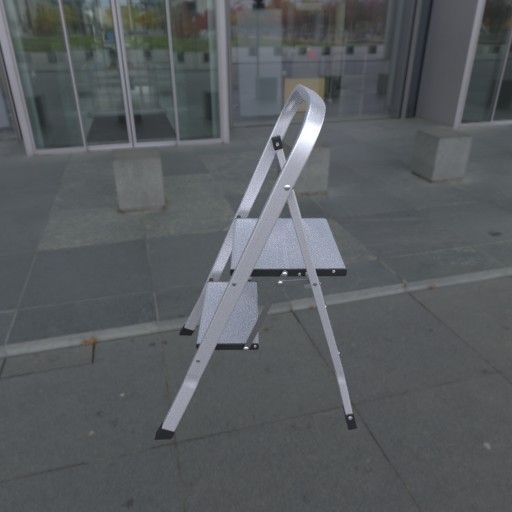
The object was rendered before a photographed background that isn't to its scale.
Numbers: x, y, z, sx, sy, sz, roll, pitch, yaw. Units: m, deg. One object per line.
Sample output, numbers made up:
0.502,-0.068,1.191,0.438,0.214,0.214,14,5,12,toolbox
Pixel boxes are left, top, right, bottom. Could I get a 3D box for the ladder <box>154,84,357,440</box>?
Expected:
0.000,0.000,1.167,0.530,0.830,0.465,0,27,0,ladder
